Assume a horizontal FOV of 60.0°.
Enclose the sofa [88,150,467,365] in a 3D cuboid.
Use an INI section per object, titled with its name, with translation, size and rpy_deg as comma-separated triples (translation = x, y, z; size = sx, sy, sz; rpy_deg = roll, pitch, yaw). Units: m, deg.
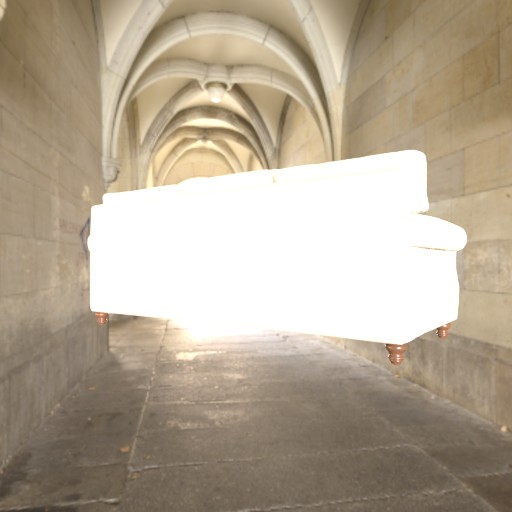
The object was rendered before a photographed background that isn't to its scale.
[sofa]
translation = 0.000, 0.000, 2.809
size = 2.354, 0.948, 0.966
rpy_deg = -1, -1, 36
